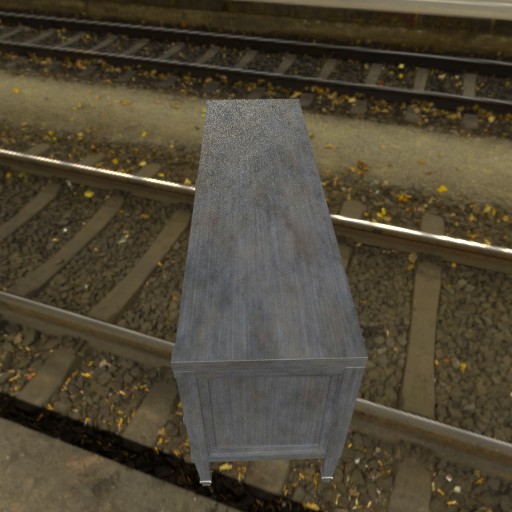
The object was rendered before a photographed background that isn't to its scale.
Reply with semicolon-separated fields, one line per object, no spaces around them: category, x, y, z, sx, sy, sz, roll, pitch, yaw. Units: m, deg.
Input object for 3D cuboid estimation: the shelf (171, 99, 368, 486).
shelf;0.000;0.000;1.866;0.479;0.719;1.575;-1;41;-1
